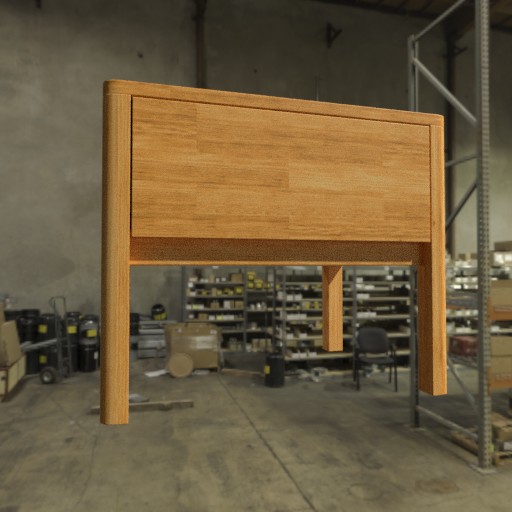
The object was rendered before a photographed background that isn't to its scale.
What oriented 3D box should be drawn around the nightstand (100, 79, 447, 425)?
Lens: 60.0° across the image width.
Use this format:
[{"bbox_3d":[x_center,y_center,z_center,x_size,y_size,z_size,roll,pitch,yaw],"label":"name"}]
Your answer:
[{"bbox_3d":[0.000,0.000,0.884,0.560,0.470,0.440,0,-2,-16],"label":"nightstand"}]
